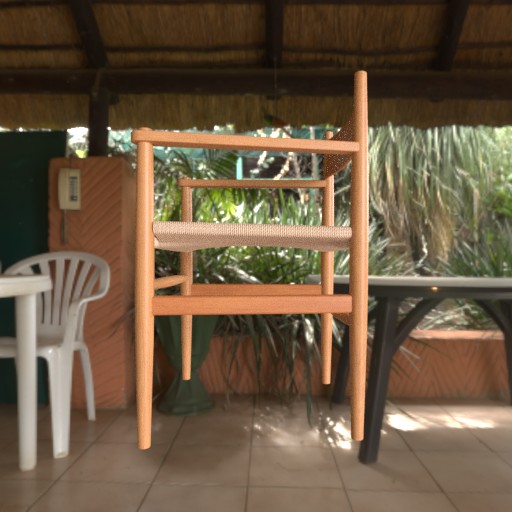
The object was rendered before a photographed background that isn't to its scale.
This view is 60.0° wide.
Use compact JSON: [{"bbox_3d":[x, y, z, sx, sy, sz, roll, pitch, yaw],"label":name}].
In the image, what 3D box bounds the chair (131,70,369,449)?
[{"bbox_3d":[0.000,0.000,1.135,0.495,0.762,0.556,0,-1,0],"label":"chair"}]
